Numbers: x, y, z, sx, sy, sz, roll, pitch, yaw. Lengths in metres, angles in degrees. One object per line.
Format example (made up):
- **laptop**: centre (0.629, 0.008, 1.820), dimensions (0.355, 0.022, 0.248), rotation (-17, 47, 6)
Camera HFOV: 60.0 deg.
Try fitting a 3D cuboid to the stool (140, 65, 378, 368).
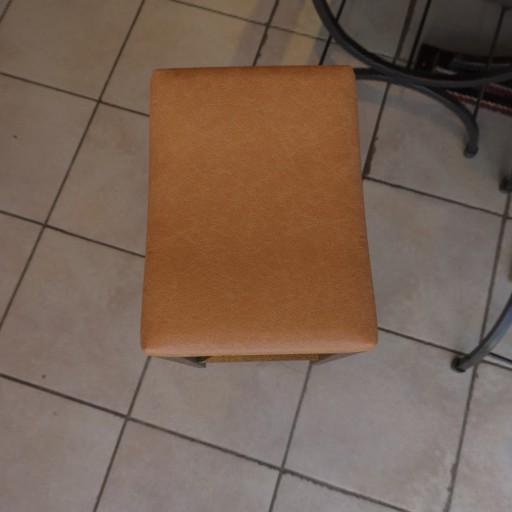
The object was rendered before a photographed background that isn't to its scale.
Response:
- **stool**: centre (0.000, 0.000, 1.033), dimensions (0.361, 0.759, 0.500), rotation (-1, 76, 0)
